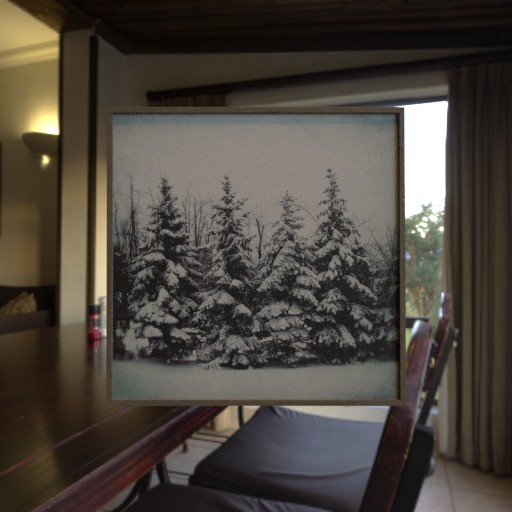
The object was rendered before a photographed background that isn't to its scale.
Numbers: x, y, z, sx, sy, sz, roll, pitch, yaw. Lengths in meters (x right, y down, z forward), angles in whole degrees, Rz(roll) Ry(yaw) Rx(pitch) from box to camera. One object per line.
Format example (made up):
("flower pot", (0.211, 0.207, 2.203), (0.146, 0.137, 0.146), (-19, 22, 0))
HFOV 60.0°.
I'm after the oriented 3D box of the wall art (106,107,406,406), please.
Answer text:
("wall art", (0.000, 0.000, 1.144), (0.758, 0.758, 0.039), (0, -1, 0))
